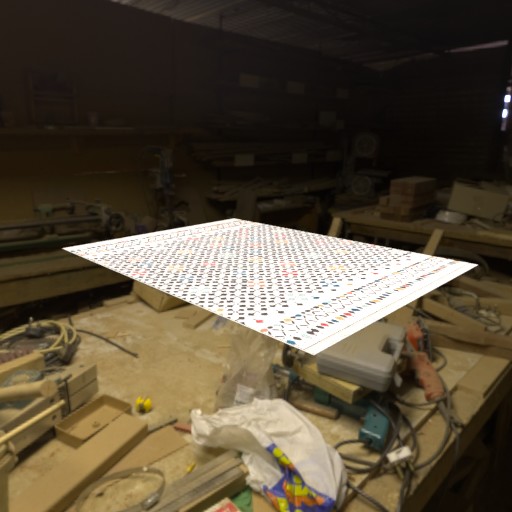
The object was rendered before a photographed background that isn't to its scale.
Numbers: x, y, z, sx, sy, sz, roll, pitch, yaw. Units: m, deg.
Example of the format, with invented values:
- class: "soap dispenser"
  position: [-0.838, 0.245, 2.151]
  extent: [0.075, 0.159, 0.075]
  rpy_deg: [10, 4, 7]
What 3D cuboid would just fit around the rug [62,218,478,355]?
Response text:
- class: "rug"
  position: [0.000, 0.000, 4.200]
  extent: [3.196, 0.007, 2.354]
  rpy_deg: [15, 21, 43]
